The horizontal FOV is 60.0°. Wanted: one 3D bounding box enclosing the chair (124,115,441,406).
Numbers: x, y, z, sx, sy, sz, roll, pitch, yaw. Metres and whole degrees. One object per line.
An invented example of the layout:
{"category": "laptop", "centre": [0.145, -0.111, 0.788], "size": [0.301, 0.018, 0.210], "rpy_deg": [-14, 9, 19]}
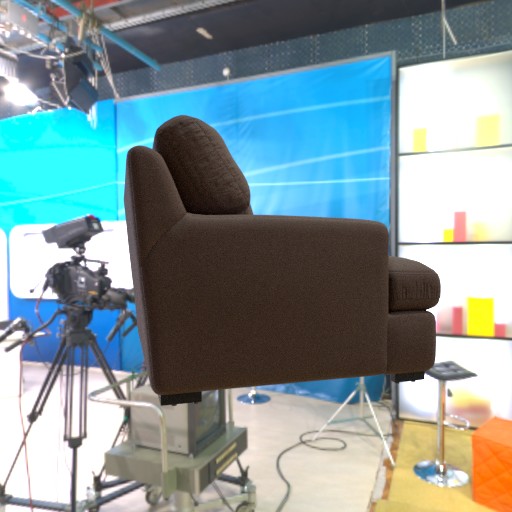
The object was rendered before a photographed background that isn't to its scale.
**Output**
{"category": "chair", "centre": [0.000, 0.000, 2.011], "size": [1.143, 0.940, 1.168], "rpy_deg": [0, 0, -17]}
